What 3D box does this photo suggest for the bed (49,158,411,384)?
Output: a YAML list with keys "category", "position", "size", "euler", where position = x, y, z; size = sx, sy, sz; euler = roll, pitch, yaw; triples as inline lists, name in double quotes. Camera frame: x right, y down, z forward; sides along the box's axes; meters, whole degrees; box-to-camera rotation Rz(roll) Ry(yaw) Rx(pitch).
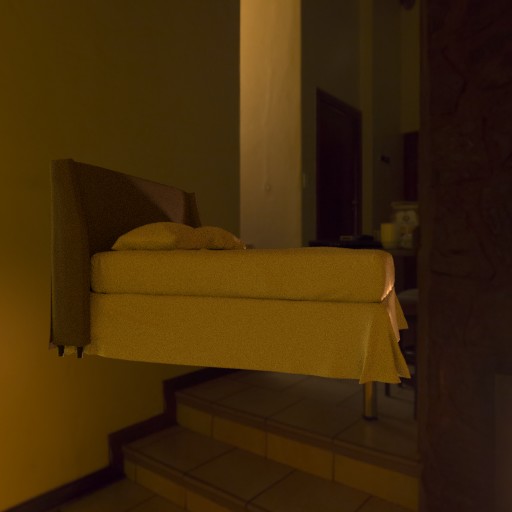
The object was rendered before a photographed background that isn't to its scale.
- category: "bed"
  position: [0.000, 0.000, 3.473]
  size: [2.276, 1.332, 1.925]
  euler: [0, 1, 19]
